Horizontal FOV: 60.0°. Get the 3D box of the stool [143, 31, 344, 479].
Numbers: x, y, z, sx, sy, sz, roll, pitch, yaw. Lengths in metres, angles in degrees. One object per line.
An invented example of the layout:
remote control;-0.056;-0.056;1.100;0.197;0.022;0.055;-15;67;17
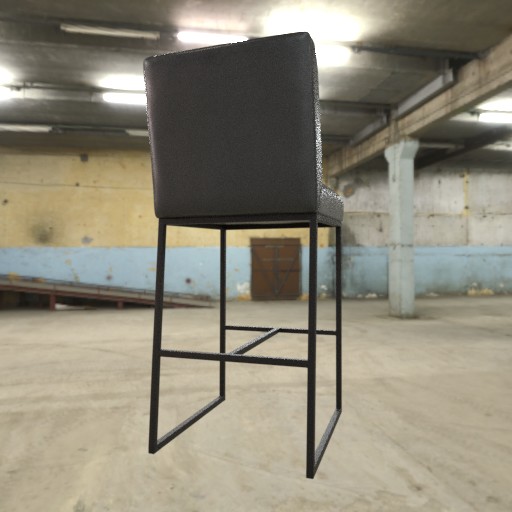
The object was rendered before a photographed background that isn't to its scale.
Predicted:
stool;0.000;0.000;1.323;0.457;1.040;0.552;0;-1;19
